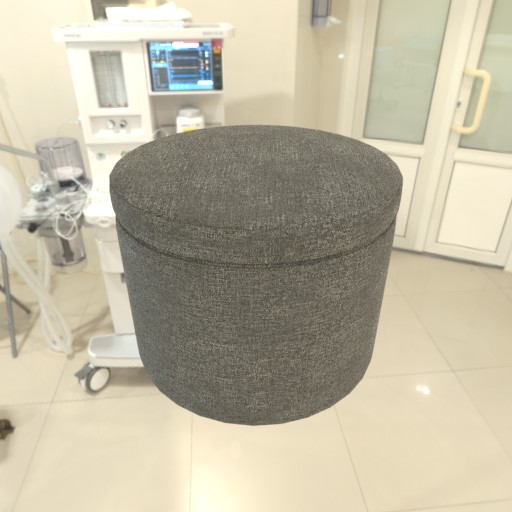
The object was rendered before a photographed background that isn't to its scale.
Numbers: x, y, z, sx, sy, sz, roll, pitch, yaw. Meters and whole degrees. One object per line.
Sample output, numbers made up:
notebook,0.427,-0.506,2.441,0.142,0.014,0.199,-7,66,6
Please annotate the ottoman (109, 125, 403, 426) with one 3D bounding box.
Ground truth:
ottoman,0.000,0.000,0.872,0.500,0.419,0.500,0,31,0
